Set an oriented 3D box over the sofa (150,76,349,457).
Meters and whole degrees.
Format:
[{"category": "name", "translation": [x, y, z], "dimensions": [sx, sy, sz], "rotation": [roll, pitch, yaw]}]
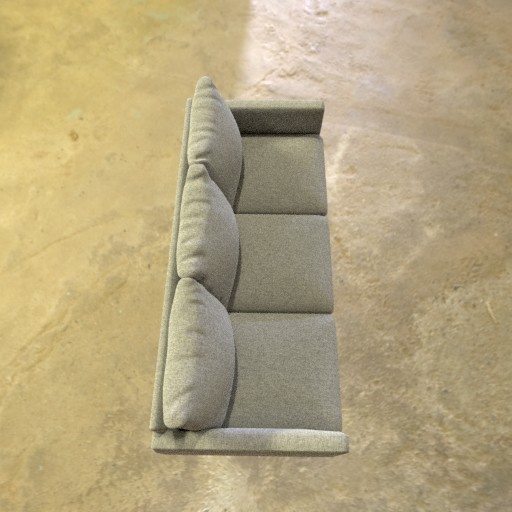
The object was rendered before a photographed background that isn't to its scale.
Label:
[{"category": "sofa", "translation": [0.000, 0.000, 2.433], "dimensions": [0.850, 0.830, 2.000], "rotation": [1, 64, 0]}]
